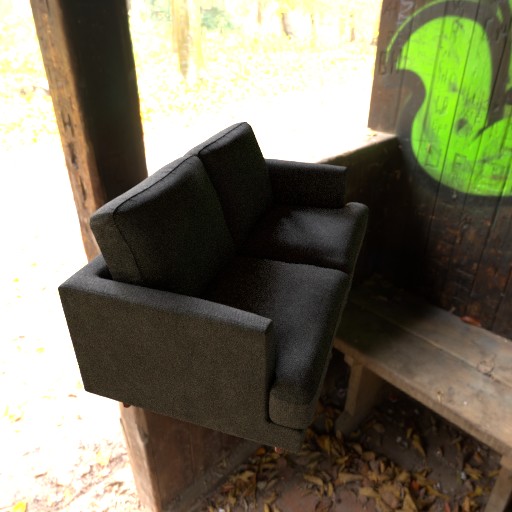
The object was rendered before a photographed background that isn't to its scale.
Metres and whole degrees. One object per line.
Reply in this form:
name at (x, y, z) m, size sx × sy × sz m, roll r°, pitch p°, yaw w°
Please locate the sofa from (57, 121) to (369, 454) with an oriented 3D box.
sofa at (0.000, 0.000, 2.103) m, size 0.903 × 0.956 × 1.582 m, roll 10°, pitch 32°, yaw 16°
